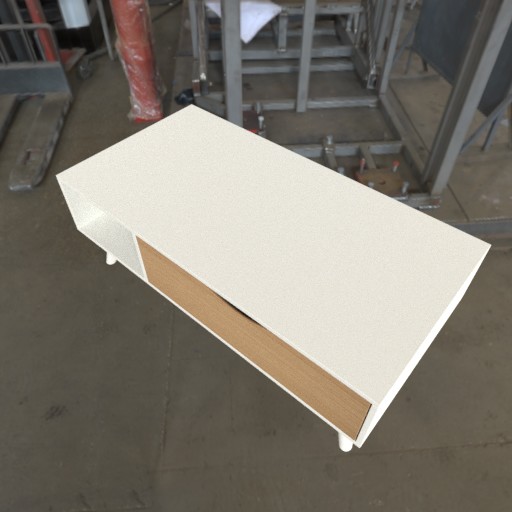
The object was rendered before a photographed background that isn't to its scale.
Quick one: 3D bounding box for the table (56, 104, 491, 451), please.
[{"bbox_3d":[0.000,0.000,1.491,1.194,0.432,0.609,32,55,26],"label":"table"}]
